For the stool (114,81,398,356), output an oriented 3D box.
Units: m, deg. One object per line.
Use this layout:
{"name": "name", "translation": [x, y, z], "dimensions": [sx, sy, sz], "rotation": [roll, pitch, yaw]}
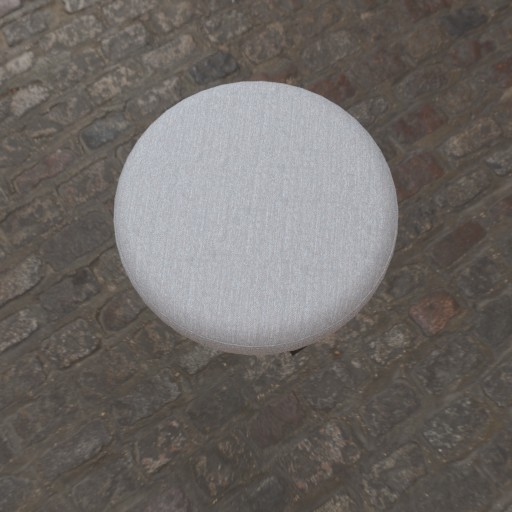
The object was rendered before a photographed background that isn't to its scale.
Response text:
{"name": "stool", "translation": [0.000, 0.000, 0.960], "dimensions": [0.443, 0.672, 0.443], "rotation": [0, 75, 0]}
